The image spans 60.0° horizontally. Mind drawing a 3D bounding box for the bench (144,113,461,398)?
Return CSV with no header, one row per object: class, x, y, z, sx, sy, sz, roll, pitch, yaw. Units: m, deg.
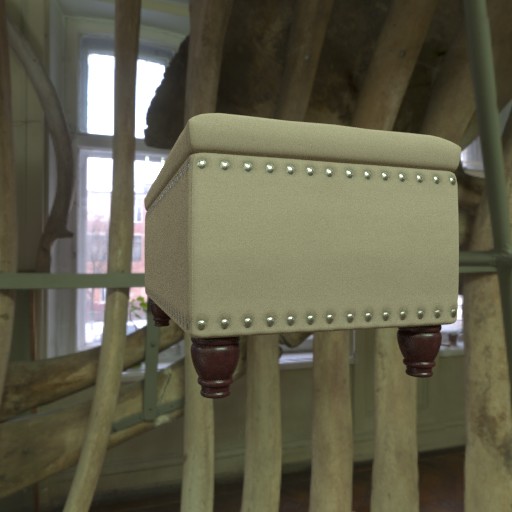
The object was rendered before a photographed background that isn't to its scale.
bench,0.000,0.000,1.141,0.500,0.449,0.887,0,0,-18
